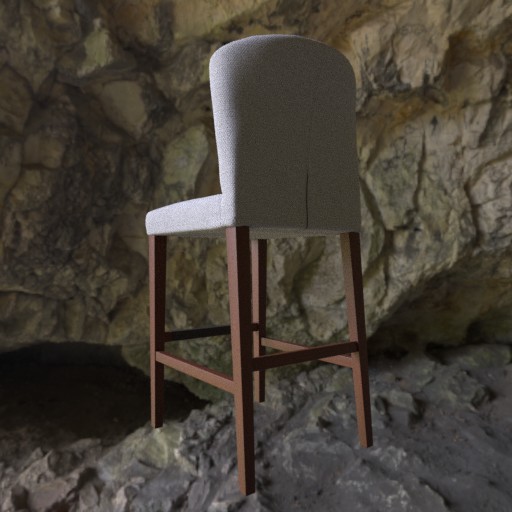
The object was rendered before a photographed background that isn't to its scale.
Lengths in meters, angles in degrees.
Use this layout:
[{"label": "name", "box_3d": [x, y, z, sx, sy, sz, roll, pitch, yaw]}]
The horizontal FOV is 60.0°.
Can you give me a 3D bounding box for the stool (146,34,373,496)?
[{"label": "stool", "box_3d": [0.000, 0.000, 1.320, 0.481, 1.069, 0.568, 0, 0, -37]}]
